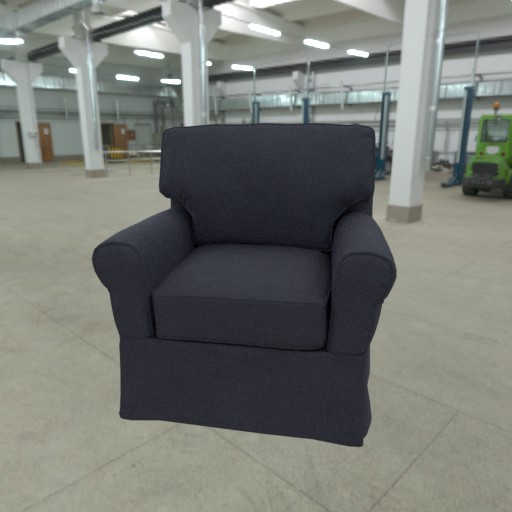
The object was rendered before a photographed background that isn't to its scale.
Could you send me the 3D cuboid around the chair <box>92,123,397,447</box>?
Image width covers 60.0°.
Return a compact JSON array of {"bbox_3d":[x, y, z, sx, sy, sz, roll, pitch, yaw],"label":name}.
[{"bbox_3d":[0.000,0.000,1.958,1.119,1.140,1.002,2,16,9],"label":"chair"}]
